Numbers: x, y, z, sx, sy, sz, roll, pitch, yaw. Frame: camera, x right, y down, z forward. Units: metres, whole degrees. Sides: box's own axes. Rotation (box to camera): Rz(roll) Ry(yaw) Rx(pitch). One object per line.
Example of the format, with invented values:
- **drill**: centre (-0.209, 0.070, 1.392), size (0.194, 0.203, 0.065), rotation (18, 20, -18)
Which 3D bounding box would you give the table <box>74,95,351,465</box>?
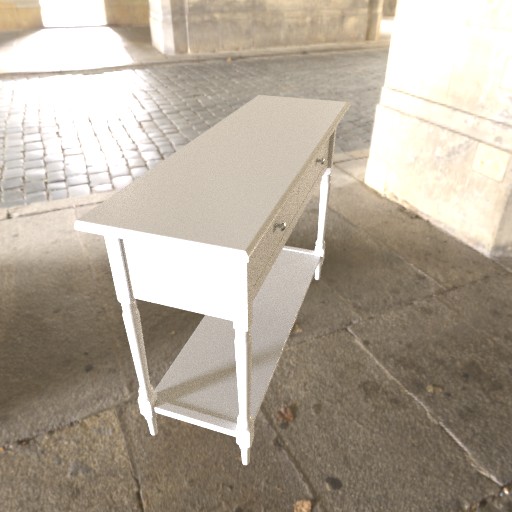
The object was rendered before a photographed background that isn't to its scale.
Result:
- **table**: centre (0.000, 0.000, 1.549), size (0.384, 0.808, 1.197), rotation (10, 34, 16)
